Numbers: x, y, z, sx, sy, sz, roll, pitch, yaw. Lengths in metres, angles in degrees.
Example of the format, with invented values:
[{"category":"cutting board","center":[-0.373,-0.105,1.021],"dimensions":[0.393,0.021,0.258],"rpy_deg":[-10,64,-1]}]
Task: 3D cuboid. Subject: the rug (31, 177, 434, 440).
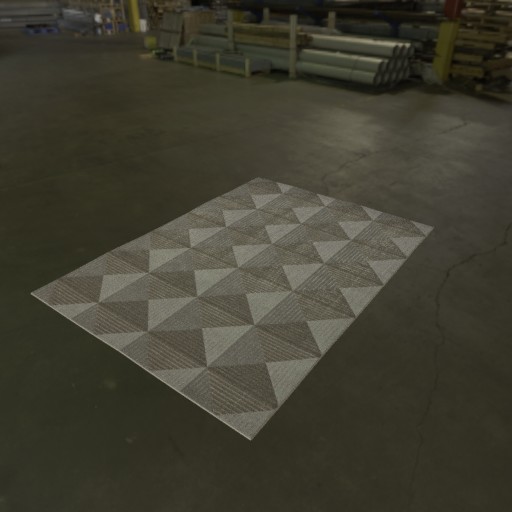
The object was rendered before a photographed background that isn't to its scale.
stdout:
[{"category":"rug","center":[0.000,0.000,4.385],"dimensions":[2.428,0.027,3.333],"rpy_deg":[22,38,31]}]
